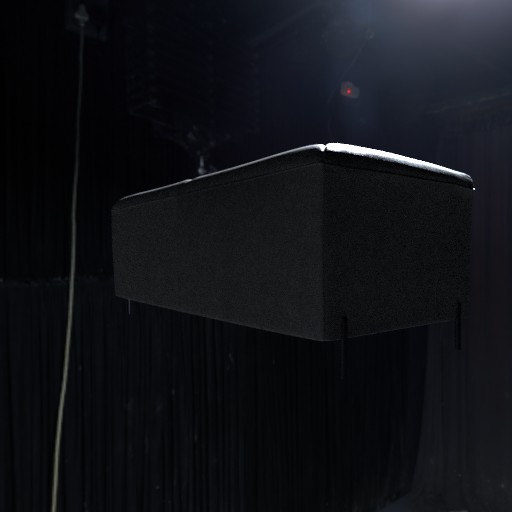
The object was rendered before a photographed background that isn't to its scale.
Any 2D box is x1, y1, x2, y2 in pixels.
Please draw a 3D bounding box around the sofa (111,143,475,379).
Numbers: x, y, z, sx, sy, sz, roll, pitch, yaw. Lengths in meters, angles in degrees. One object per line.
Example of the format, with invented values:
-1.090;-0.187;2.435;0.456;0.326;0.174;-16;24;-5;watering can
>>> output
0.000;0.000;2.306;0.905;0.747;1.878;0;0;-37;sofa
